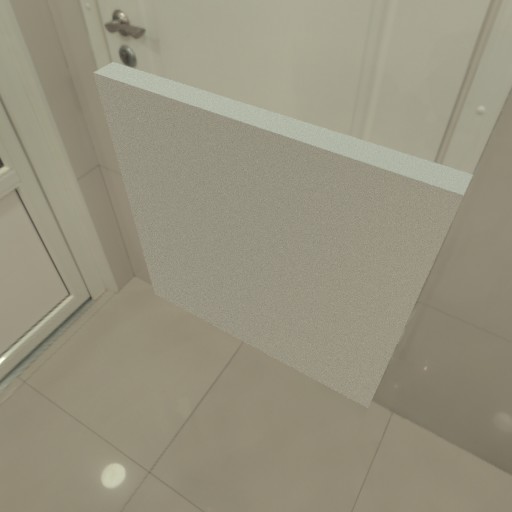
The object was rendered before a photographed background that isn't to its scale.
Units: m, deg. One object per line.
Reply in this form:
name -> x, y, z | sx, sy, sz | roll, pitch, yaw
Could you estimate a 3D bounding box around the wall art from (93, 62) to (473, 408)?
wall art -> 0.000, 0.000, 0.509 | 0.355, 0.355, 0.027 | 24, 52, 20
